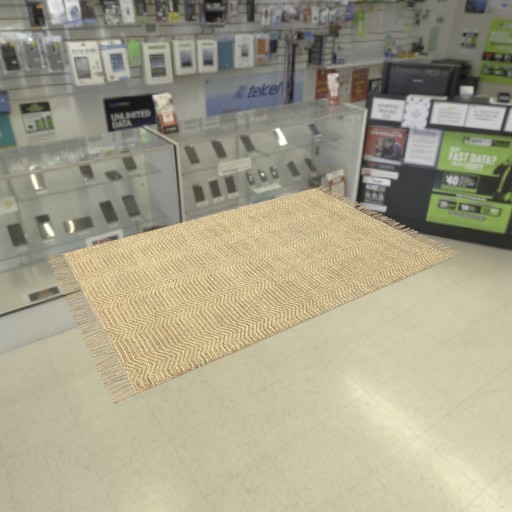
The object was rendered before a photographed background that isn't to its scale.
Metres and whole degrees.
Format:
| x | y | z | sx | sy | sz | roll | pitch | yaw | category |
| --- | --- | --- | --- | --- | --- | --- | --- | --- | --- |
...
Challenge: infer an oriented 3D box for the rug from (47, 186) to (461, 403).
| x | y | z | sx | sy | sz | roll | pitch | yaw | category |
| --- | --- | --- | --- | --- | --- | --- | --- | --- | --- |
| 0.000 | 0.000 | 3.124 | 2.523 | 0.034 | 1.528 | -18 | 35 | -28 | rug |
